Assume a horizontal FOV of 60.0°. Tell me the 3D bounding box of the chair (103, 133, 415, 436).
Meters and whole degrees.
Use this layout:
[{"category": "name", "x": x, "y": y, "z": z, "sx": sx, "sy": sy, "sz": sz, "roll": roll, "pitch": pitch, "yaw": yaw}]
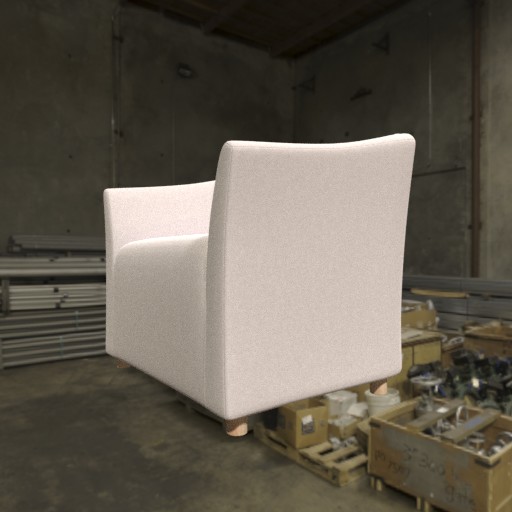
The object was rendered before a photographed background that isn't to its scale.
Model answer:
[{"category": "chair", "x": 0.000, "y": 0.000, "z": 1.345, "sx": 0.700, "sy": 0.720, "sz": 0.790, "roll": 0, "pitch": 0, "yaw": -36}]
